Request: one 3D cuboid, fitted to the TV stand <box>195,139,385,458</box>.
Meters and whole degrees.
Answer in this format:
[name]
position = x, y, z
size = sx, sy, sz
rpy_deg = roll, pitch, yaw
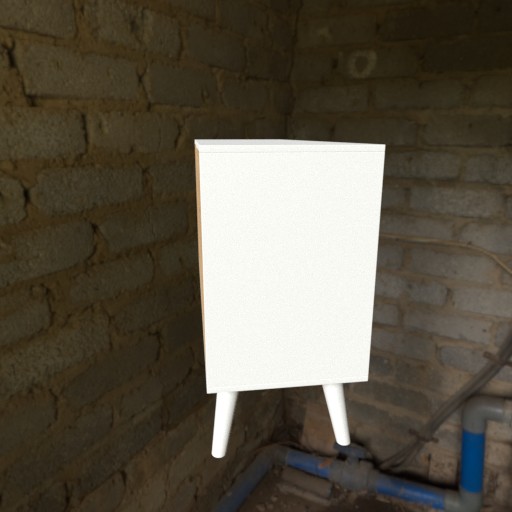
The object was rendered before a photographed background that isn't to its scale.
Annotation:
[TV stand]
position = 0.000, 0.000, 1.620
size = 0.406, 0.812, 1.193
rpy_deg = -2, 15, -8
